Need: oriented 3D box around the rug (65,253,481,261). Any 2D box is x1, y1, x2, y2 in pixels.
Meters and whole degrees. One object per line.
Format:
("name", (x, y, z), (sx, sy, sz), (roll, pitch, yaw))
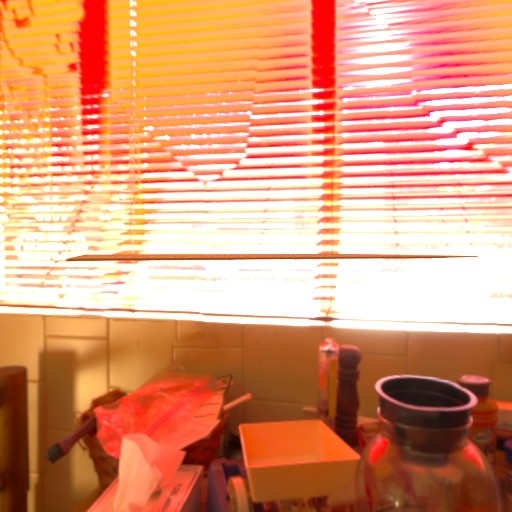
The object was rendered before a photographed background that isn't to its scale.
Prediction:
("rug", (0.000, 0.000, 2.837), (2.134, 0.013, 1.524), (0, 1, -19))
